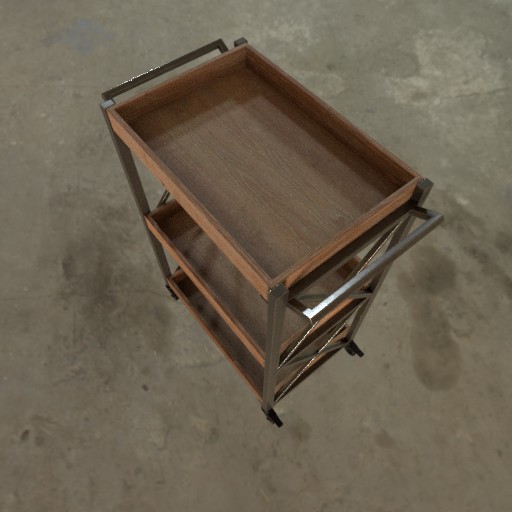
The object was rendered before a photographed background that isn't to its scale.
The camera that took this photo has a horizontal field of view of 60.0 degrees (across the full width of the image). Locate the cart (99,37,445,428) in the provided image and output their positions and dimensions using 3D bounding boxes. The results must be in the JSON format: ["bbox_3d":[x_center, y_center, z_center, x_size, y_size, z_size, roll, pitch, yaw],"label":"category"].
[{"bbox_3d":[0.000,0.000,1.199,0.377,0.835,0.673,-34,64,-19],"label":"cart"}]
